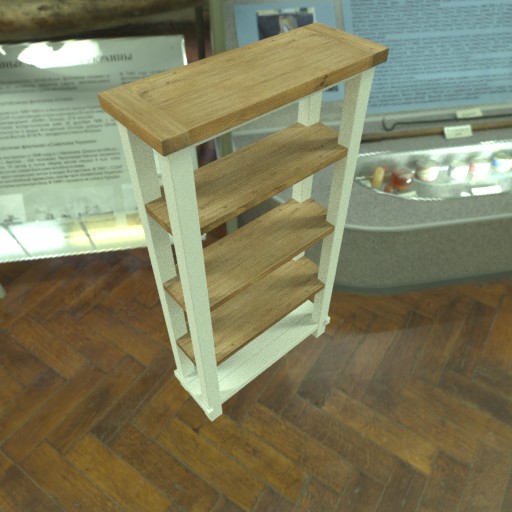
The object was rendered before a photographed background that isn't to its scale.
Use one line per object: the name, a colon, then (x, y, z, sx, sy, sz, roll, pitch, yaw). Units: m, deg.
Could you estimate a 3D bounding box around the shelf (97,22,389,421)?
shelf: (0.000, 0.000, 2.225, 1.022, 1.878, 0.381, -32, 53, -27)
